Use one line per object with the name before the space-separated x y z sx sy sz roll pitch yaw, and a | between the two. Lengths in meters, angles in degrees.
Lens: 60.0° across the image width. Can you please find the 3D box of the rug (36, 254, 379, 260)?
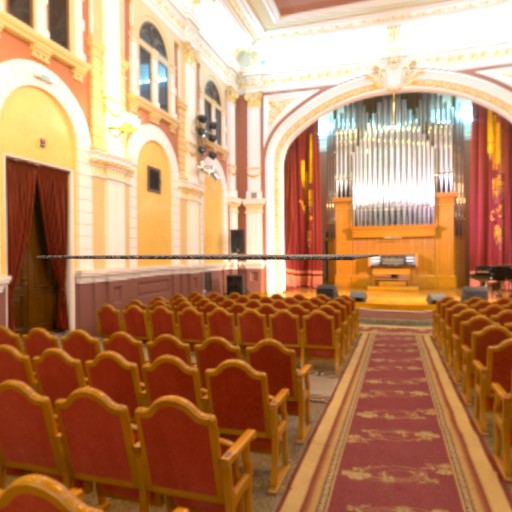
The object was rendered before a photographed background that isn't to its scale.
rug | 0.000 0.000 2.351 1.189 0.011 1.808 0 0 18
